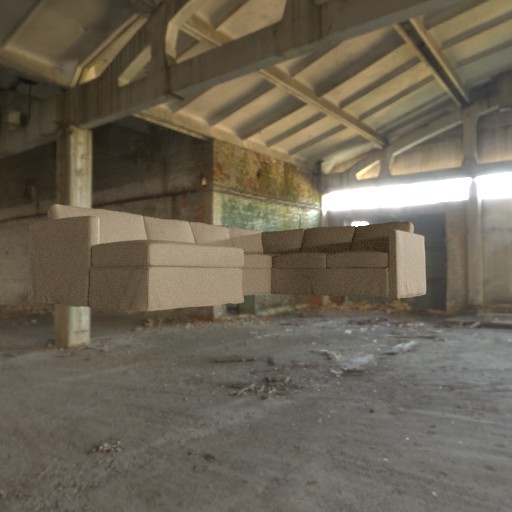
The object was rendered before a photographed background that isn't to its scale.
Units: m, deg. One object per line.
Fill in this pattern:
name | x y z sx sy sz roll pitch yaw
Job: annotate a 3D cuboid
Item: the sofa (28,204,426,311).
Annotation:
sofa | 0.000 0.000 4.574 2.476 0.878 3.528 -2 -3 36
